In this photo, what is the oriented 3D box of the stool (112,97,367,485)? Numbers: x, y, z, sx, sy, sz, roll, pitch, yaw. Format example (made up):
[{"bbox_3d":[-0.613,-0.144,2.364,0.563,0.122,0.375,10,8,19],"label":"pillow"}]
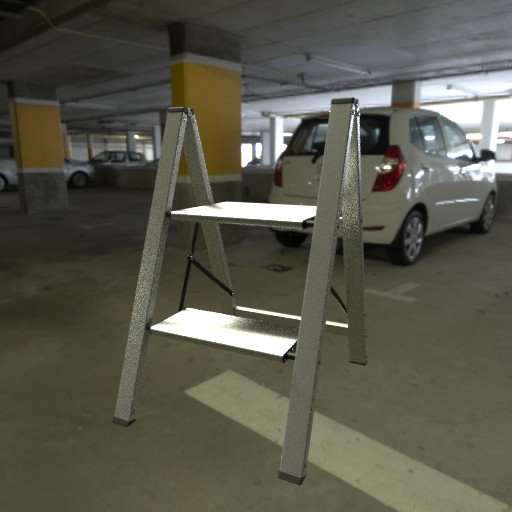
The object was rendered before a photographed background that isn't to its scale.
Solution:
[{"bbox_3d":[0.000,0.000,1.025,0.440,0.670,0.535,6,14,25],"label":"stool"}]
